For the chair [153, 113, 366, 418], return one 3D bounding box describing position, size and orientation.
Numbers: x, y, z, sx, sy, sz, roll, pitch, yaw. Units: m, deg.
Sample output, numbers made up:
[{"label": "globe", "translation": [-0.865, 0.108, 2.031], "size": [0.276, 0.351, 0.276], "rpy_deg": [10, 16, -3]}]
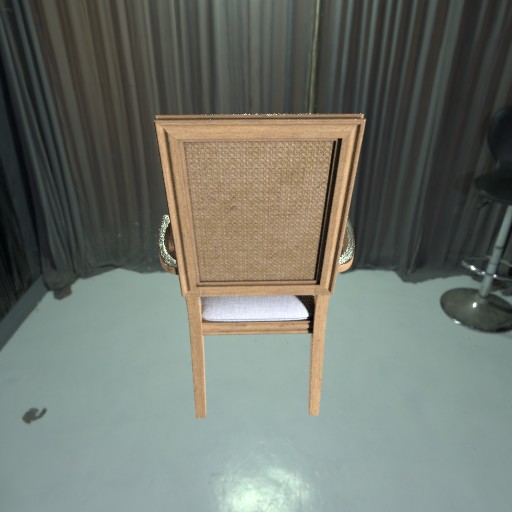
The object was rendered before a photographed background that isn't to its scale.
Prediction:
[{"label": "chair", "translation": [0.000, 0.000, 1.378], "size": [0.606, 0.990, 0.602], "rpy_deg": [-1, 31, -1]}]
